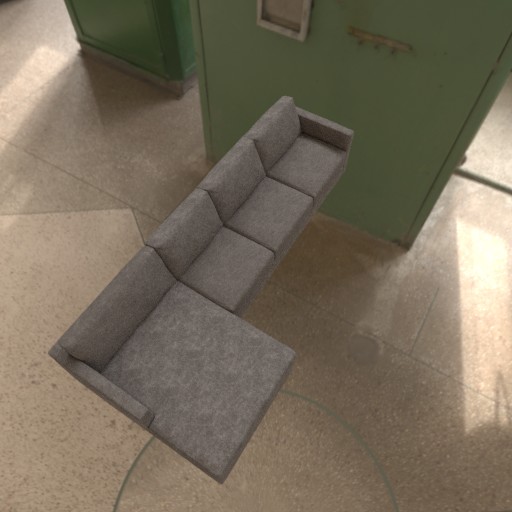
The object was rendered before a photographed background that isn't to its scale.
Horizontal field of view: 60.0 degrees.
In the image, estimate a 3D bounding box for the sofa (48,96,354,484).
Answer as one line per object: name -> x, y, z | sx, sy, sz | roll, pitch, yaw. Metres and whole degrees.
sofa -> 0.000, 0.000, 4.129 | 1.606, 0.954, 3.471 | 28, 62, 17
